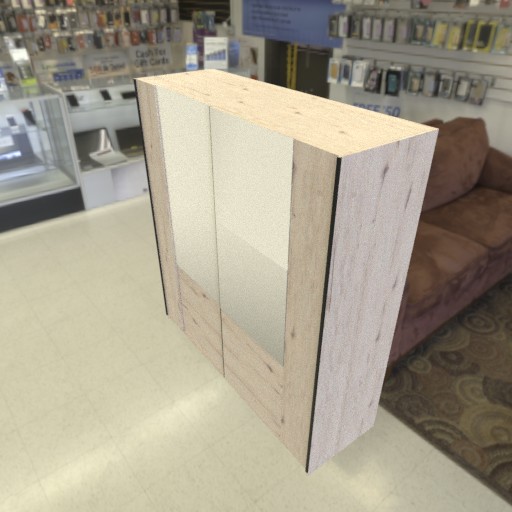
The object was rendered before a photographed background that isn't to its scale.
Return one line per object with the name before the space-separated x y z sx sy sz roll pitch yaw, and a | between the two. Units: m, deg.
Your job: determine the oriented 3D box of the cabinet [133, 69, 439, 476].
cabinet | 0.000 0.000 3.180 0.660 2.180 2.000 -22 38 -30
